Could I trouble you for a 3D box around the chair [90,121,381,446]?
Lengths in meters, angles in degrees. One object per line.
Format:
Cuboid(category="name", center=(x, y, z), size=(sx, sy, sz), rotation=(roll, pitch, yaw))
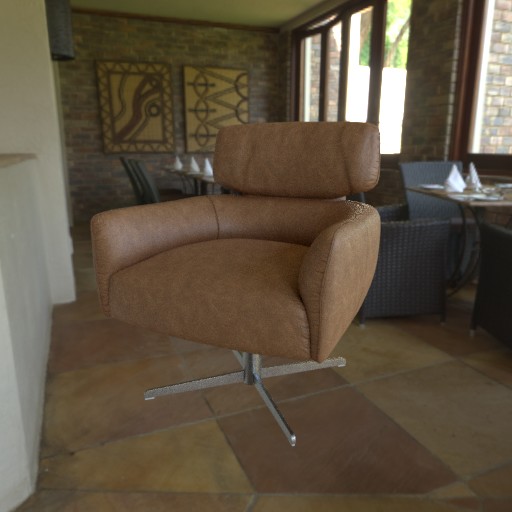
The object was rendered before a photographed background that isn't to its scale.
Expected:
Cuboid(category="chair", center=(0.000, 0.000, 1.346), size=(0.706, 0.812, 0.715), rotation=(7, 15, 26))
